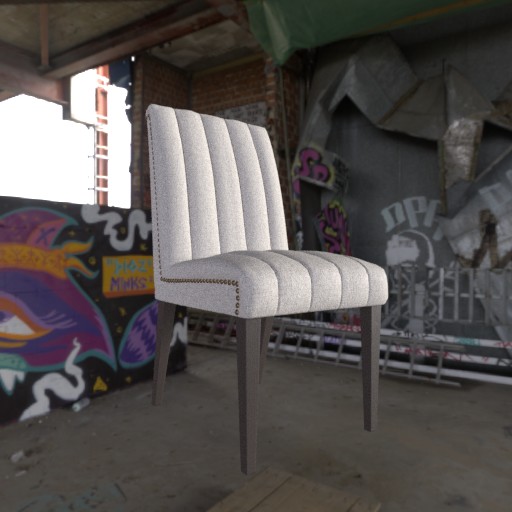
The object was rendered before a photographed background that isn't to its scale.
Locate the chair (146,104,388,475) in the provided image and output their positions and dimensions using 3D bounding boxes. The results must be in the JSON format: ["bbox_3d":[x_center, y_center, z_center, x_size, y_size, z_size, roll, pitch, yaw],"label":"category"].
[{"bbox_3d":[0.000,0.000,1.383,0.511,1.016,0.647,0,0,-35],"label":"chair"}]
